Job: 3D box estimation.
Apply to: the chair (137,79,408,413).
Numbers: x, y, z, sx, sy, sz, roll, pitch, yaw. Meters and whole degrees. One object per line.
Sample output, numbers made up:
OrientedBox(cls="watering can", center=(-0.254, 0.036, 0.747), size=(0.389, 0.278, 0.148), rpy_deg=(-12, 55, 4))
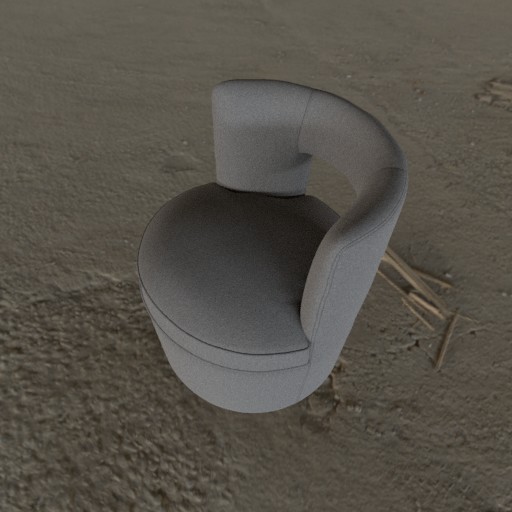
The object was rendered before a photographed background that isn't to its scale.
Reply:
OrientedBox(cls="chair", center=(0.000, 0.000, 1.250), size=(0.660, 0.719, 0.689), rpy_deg=(-17, 49, -15))
